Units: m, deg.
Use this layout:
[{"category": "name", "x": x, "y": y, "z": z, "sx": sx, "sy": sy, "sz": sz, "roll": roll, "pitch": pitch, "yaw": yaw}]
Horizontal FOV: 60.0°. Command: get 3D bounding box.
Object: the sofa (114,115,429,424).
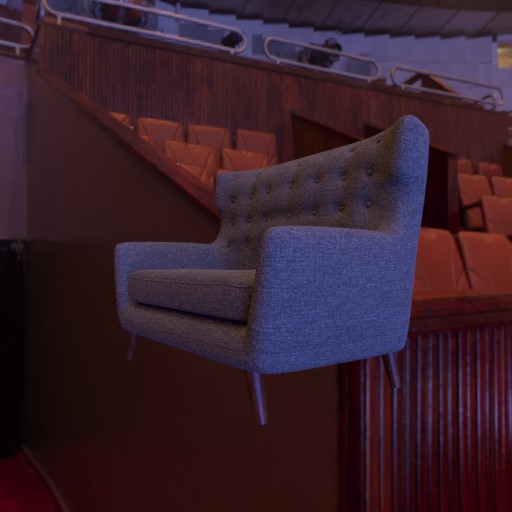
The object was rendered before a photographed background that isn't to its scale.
[{"category": "sofa", "x": 0.000, "y": 0.000, "z": 2.007, "sx": 0.874, "sy": 1.028, "sz": 1.358, "roll": 1, "pitch": -1, "yaw": -36}]
